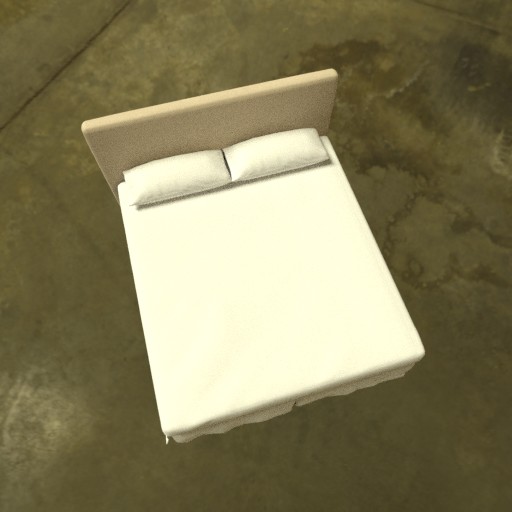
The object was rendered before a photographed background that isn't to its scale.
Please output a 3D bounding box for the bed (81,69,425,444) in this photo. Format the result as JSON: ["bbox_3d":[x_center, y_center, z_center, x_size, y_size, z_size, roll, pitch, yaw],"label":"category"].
[{"bbox_3d":[0.000,0.000,3.542,2.119,1.317,2.319,-15,65,-7],"label":"bed"}]
